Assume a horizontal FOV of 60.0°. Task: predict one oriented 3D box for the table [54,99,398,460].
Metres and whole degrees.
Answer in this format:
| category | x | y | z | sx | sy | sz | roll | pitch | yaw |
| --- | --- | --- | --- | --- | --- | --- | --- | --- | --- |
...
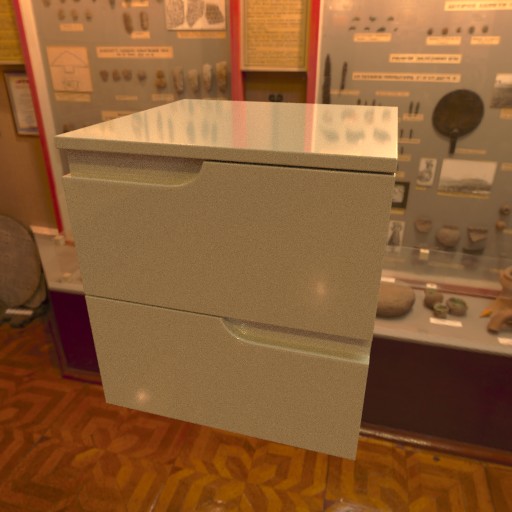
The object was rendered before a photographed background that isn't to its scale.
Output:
| category | x | y | z | sx | sy | sz | roll | pitch | yaw |
| --- | --- | --- | --- | --- | --- | --- | --- | --- | --- |
| table | 0.000 | 0.000 | 0.786 | 0.420 | 0.470 | 0.400 | 7 | 27 | 14 |
